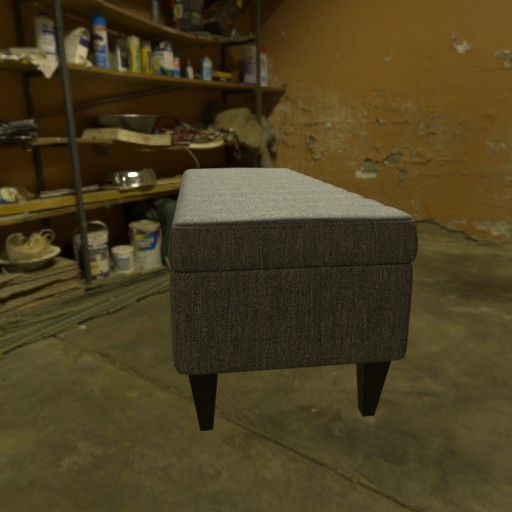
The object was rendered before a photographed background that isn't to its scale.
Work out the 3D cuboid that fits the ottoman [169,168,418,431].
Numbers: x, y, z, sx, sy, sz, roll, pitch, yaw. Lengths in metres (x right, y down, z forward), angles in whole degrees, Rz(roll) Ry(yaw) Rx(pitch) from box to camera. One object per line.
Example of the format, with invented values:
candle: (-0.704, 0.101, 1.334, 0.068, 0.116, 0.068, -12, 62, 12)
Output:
ottoman: (0.000, 0.000, 1.400, 0.482, 0.469, 1.151, -2, 16, -8)
